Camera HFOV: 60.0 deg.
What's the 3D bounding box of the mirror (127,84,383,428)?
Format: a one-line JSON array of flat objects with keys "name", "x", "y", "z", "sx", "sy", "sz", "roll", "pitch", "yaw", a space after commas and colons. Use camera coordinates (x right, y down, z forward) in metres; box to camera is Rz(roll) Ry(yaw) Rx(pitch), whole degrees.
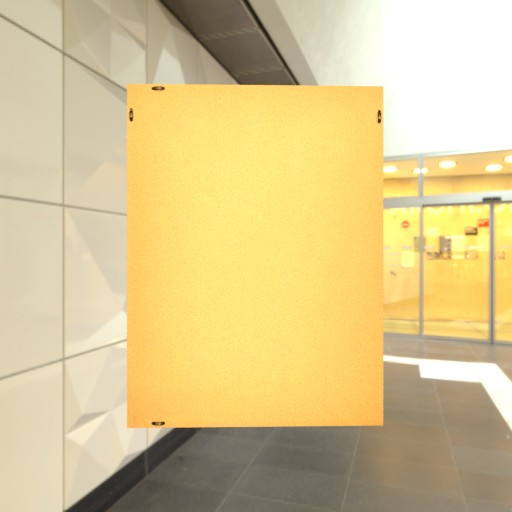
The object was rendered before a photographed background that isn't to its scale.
[{"name": "mirror", "x": 0.000, "y": 0.000, "z": 1.333, "sx": 0.762, "sy": 1.016, "sz": 0.040, "roll": 0, "pitch": 0, "yaw": -1}]
